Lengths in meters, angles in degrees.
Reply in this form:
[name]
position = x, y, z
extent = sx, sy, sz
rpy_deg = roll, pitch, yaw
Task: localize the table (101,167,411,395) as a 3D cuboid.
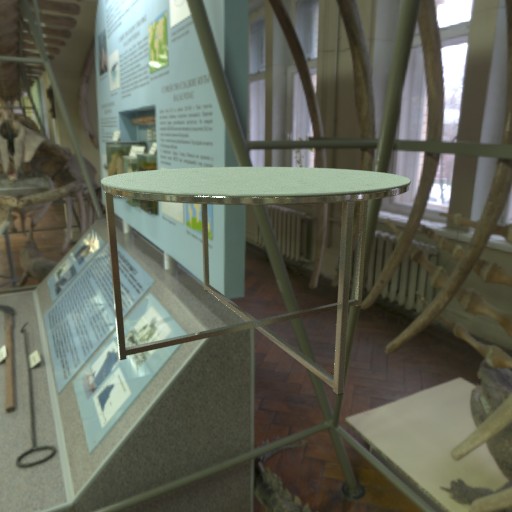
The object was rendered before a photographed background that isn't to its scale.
[table]
position = 0.000, 0.000, 1.264
extent = 0.800, 0.450, 0.800
rpy_deg = 0, 15, 0
